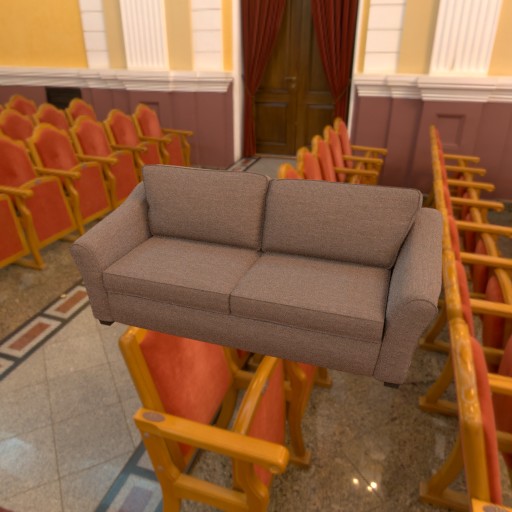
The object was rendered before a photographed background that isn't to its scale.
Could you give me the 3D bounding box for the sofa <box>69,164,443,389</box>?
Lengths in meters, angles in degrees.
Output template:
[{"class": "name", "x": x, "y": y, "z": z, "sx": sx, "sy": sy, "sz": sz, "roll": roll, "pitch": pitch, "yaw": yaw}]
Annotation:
[{"class": "sofa", "x": 0.000, "y": 0.000, "z": 2.940, "sx": 2.270, "sy": 0.965, "sz": 0.980, "roll": 8, "pitch": 27, "yaw": 17}]
